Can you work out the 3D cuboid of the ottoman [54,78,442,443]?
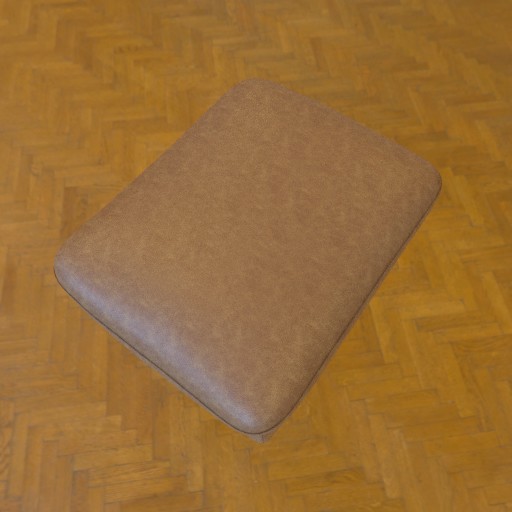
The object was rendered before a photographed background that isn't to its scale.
[{"bbox_3d":[0.000,0.000,1.125,0.593,0.478,0.747,33,68,16],"label":"ottoman"}]
